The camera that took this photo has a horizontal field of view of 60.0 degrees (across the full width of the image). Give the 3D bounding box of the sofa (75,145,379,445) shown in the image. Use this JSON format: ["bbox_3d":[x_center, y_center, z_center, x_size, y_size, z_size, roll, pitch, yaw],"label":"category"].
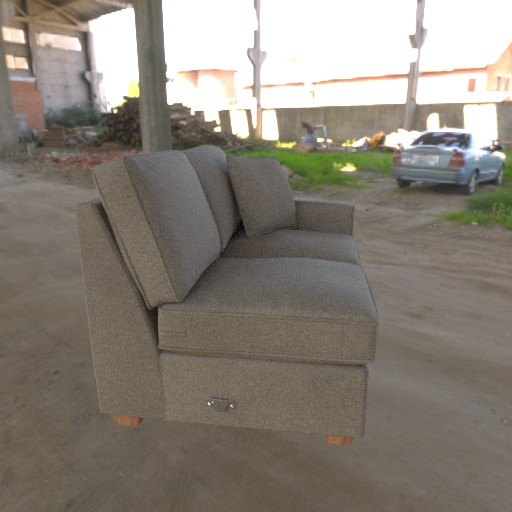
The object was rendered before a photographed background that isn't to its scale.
[{"bbox_3d":[0.000,0.000,2.070,0.991,0.989,1.388,2,16,8],"label":"sofa"}]
